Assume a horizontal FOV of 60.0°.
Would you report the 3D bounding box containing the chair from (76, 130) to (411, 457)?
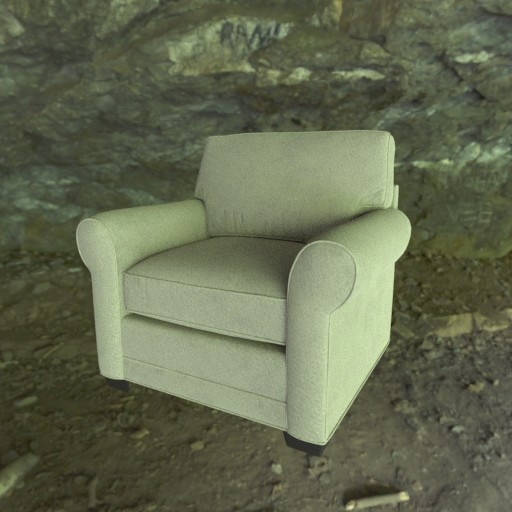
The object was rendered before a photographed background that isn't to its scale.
[{"bbox_3d":[0.000,0.000,1.876,1.147,1.044,0.939,7,14,28],"label":"chair"}]
